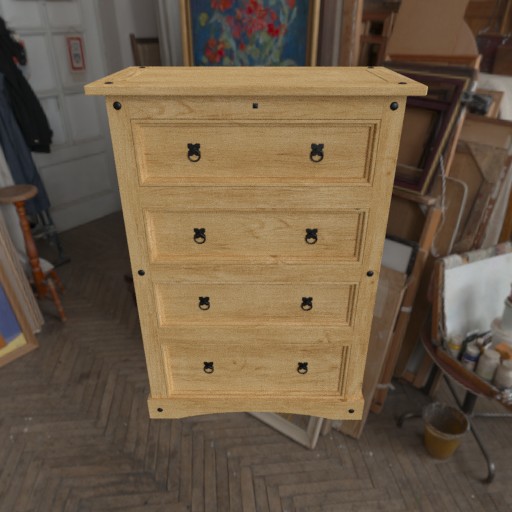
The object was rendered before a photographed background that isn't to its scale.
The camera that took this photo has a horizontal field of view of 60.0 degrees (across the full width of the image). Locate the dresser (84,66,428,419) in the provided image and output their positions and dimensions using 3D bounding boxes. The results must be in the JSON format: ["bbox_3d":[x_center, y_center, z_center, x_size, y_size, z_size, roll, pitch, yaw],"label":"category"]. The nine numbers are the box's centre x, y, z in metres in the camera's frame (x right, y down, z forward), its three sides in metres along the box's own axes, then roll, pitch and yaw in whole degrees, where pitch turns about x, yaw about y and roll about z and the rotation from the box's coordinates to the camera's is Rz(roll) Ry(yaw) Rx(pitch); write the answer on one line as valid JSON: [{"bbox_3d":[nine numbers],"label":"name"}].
[{"bbox_3d":[0.000,0.000,1.698,0.915,1.300,0.485,0,29,0],"label":"dresser"}]
